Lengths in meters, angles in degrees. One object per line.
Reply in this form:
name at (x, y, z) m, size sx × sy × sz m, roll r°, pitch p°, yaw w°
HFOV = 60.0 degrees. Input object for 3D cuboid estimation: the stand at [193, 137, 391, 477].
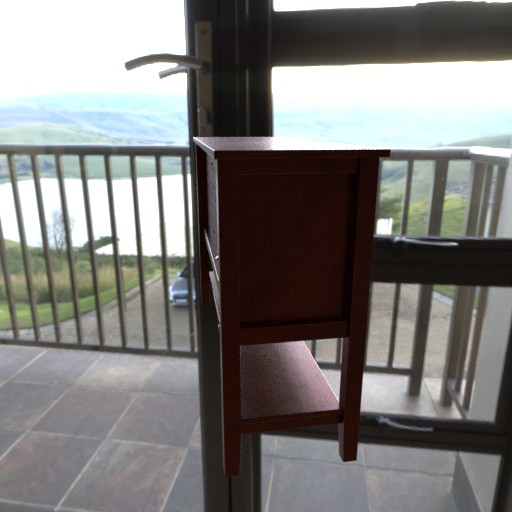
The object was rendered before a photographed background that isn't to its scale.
stand at (0.000, 0.000, 1.732) m, size 0.410 × 0.872 × 1.362 m, roll -3°, pitch 16°, yaw -9°
